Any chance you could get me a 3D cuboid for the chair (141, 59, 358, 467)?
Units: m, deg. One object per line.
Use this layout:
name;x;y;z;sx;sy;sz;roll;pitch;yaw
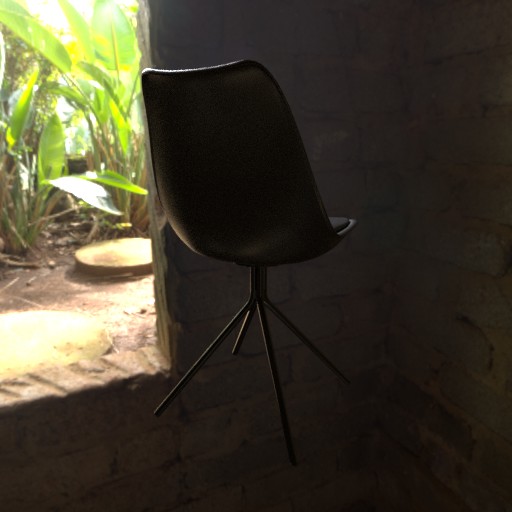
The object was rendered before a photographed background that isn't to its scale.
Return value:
chair;0.000;0.000;1.140;0.461;0.850;0.525;8;17;28
